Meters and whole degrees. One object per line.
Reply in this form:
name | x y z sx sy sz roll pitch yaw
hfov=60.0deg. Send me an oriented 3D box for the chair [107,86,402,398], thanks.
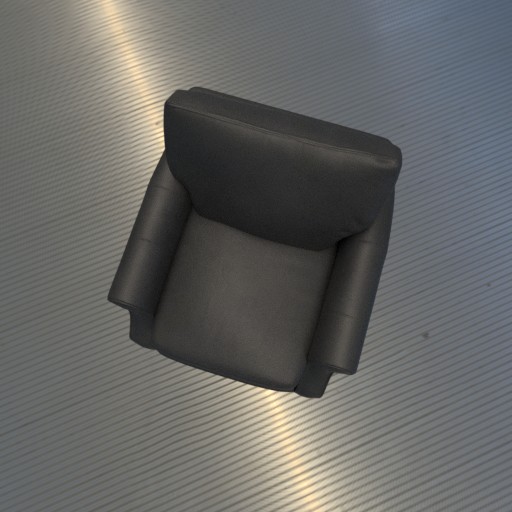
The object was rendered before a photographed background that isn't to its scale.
chair | 0.000 0.000 1.816 1.015 0.960 1.027 21 76 5
